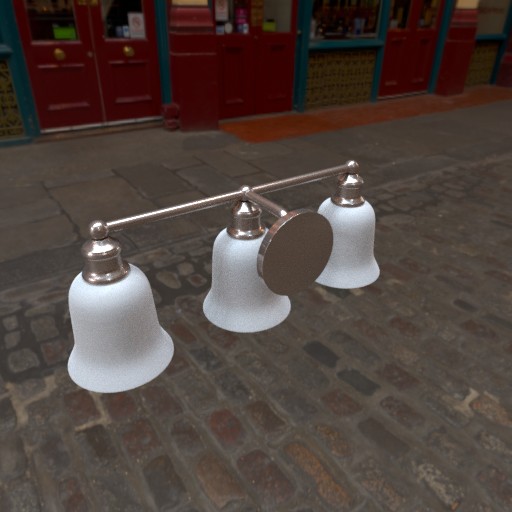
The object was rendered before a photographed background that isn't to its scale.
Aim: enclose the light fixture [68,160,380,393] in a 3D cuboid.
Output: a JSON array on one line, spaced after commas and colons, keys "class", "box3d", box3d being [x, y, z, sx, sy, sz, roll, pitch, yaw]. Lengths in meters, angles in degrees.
[{"class": "light fixture", "box3d": [0.000, 0.000, 0.665, 0.570, 0.211, 0.198, -19, 34, -30]}]
